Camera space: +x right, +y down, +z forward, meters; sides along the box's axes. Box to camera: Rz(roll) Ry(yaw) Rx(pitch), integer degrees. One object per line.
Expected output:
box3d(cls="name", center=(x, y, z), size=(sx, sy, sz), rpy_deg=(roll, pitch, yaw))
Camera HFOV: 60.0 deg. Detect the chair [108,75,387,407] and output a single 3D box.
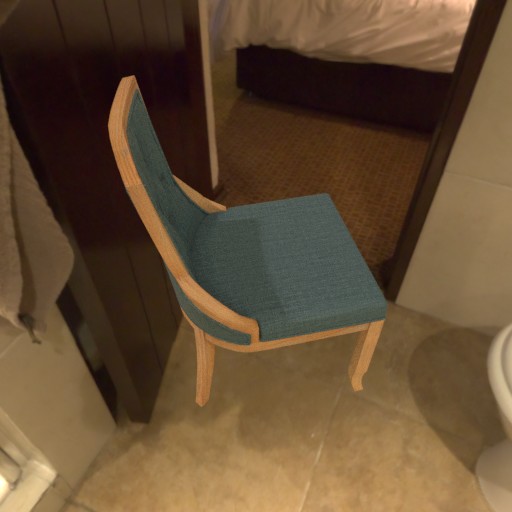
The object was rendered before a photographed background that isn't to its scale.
box3d(cls="chair", center=(0.000, 0.000, 1.323), size=(0.641, 0.947, 0.524), rpy_deg=(-9, 47, -9))
